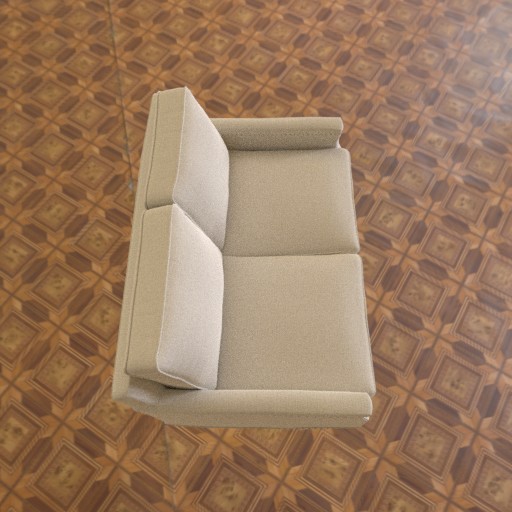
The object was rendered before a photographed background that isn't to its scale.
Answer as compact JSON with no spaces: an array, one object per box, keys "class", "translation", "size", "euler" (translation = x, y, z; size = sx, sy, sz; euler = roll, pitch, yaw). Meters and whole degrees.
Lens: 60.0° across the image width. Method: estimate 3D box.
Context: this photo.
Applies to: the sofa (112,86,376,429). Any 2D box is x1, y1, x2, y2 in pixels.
[{"class":"sofa","translation":[0.000,0.000,2.254],"size":[1.084,1.003,1.597],"euler":[0,65,0]}]
